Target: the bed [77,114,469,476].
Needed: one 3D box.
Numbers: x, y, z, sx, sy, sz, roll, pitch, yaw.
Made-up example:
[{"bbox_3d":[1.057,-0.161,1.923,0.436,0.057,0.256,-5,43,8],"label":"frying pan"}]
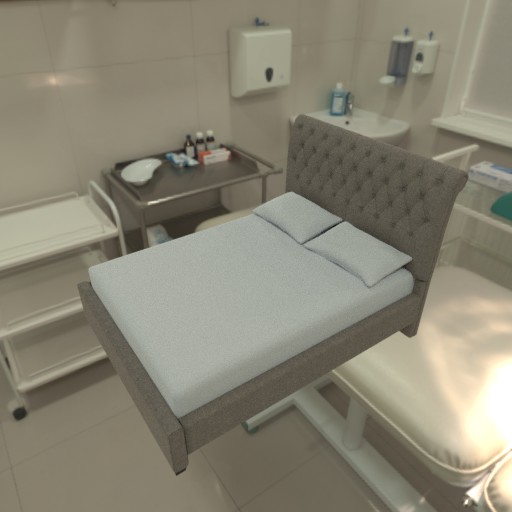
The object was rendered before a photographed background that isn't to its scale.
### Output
[{"bbox_3d":[0.000,0.000,3.258,2.252,1.371,1.645,-21,38,-29],"label":"bed"}]
